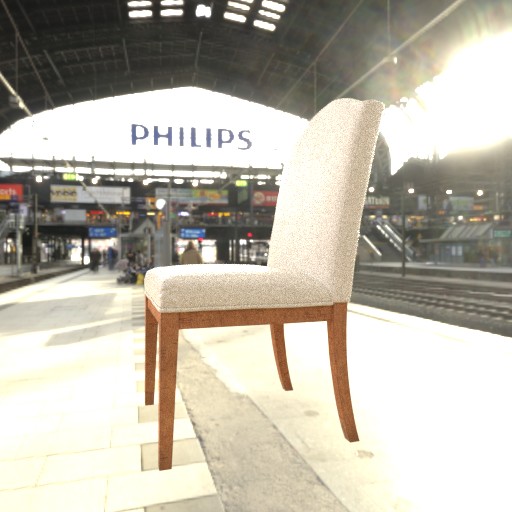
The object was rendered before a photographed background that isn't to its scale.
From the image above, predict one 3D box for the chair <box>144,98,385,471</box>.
[{"bbox_3d":[0.000,0.000,1.382,0.648,1.012,0.534,0,0,-18],"label":"chair"}]
